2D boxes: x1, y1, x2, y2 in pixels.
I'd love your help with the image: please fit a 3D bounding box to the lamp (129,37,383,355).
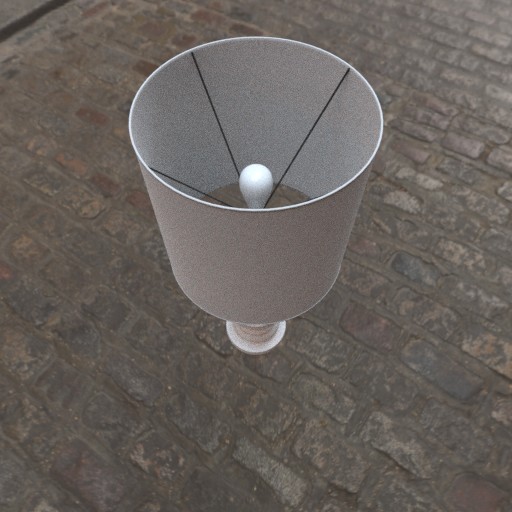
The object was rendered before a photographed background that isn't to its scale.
[{"bbox_3d":[0.000,0.000,0.560,0.208,0.455,0.208,30,63,17],"label":"lamp"}]
